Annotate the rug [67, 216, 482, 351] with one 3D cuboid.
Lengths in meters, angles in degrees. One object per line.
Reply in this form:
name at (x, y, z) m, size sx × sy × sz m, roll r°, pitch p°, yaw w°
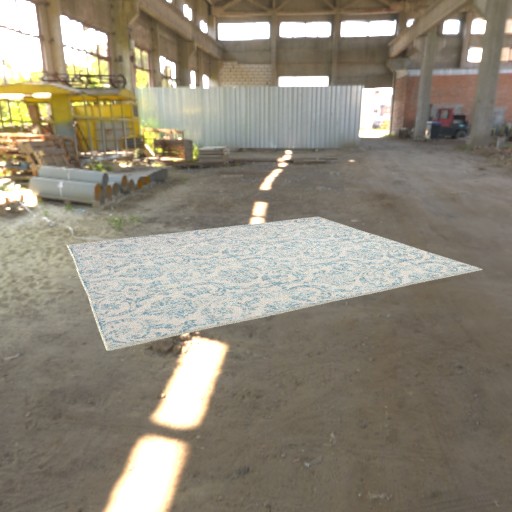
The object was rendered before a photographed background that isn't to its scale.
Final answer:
rug at (0.000, 0.000, 4.004) m, size 2.980 × 0.012 × 2.363 m, roll -8°, pitch 19°, yaw -26°
